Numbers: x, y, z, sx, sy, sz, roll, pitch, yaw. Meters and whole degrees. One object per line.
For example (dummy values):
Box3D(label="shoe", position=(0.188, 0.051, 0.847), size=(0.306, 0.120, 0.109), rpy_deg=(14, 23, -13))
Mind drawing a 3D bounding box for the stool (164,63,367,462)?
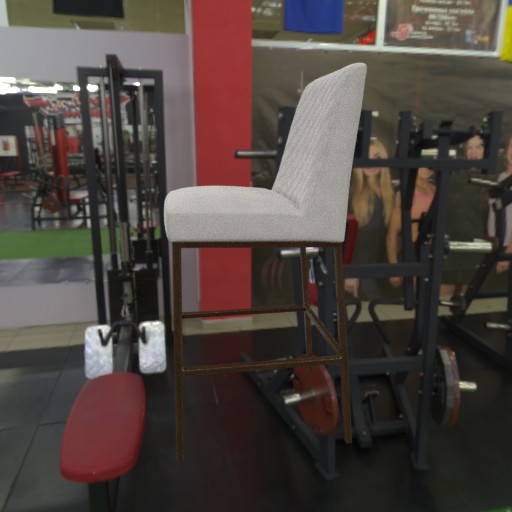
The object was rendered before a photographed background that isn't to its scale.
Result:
Box3D(label="stool", position=(0.000, 0.000, 1.380), size=(0.546, 1.084, 0.462), rpy_deg=(-2, 15, -9))
